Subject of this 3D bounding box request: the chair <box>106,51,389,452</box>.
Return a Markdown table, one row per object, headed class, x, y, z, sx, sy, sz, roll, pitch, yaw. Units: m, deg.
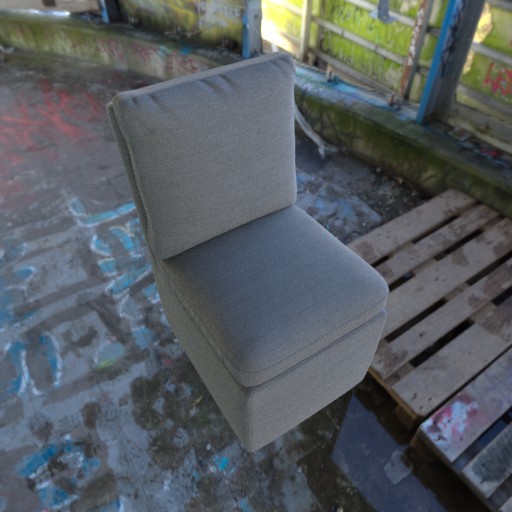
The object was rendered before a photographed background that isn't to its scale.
| class | x | y | z | sx | sy | sz | roll | pitch | yaw |
| --- | --- | --- | --- | --- | --- | --- | --- | --- | --- |
| chair | 0.000 | 0.000 | 1.297 | 0.503 | 0.927 | 0.698 | -25 | 51 | -22 |
